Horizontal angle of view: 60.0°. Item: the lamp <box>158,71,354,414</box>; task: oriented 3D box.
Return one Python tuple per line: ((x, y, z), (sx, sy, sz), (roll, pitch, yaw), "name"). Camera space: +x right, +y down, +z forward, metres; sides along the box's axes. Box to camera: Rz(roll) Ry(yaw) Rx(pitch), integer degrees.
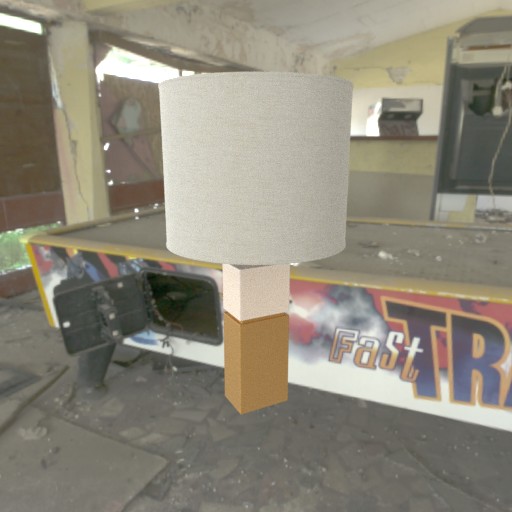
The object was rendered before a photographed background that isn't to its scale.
((0.000, 0.000, 0.581), (0.229, 0.417, 0.229), (-7, 16, -27), "lamp")
